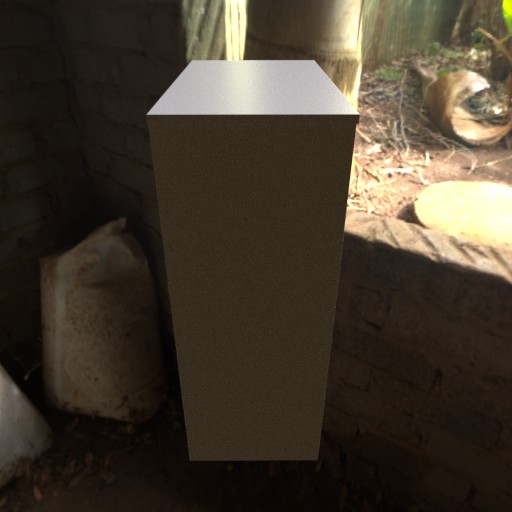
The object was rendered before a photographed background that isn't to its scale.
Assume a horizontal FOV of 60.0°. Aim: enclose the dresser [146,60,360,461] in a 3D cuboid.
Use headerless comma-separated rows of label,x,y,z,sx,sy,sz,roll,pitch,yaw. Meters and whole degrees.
dresser,0.000,0.000,1.364,0.401,1.021,0.704,0,31,0
